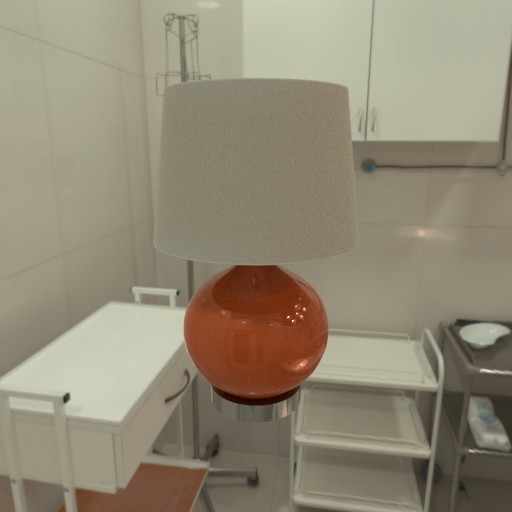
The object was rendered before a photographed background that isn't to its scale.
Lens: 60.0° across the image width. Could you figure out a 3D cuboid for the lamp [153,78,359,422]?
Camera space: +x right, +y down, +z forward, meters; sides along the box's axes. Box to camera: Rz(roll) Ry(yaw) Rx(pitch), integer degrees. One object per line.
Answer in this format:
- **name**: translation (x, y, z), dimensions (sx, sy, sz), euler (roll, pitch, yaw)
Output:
- **lamp**: translation (0.000, 0.000, 0.549), dimensions (0.247, 0.387, 0.247), euler (0, 14, 0)
